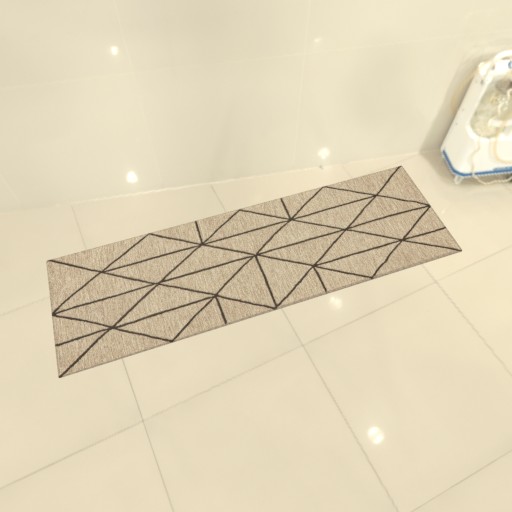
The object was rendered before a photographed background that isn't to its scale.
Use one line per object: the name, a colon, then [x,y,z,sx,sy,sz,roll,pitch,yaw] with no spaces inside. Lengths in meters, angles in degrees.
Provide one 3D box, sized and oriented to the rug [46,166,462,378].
rug: [0.000,0.000,2.718,2.438,0.012,0.762,-16,59,-10]
